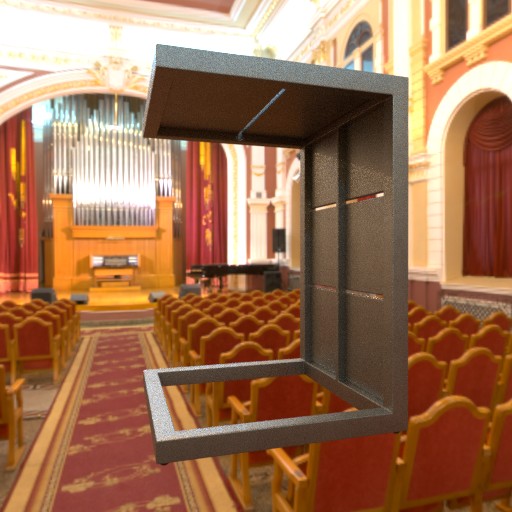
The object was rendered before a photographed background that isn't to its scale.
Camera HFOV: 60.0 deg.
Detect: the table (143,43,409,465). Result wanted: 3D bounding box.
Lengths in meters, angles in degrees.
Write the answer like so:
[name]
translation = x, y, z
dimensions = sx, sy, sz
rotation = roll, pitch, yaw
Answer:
[table]
translation = 0.000, 0.000, 0.886
dimensions = 0.420, 0.609, 0.405
rotation = 0, 0, -17
